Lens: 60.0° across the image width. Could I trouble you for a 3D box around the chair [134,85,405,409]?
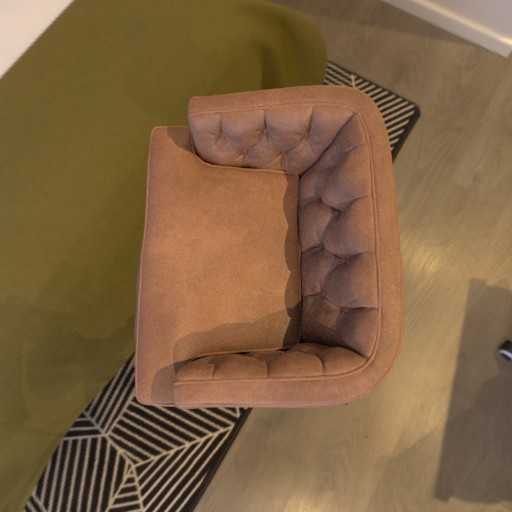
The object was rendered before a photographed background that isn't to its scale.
[{"bbox_3d":[0.000,0.000,1.744,0.914,0.787,1.118,0,75,0],"label":"chair"}]
